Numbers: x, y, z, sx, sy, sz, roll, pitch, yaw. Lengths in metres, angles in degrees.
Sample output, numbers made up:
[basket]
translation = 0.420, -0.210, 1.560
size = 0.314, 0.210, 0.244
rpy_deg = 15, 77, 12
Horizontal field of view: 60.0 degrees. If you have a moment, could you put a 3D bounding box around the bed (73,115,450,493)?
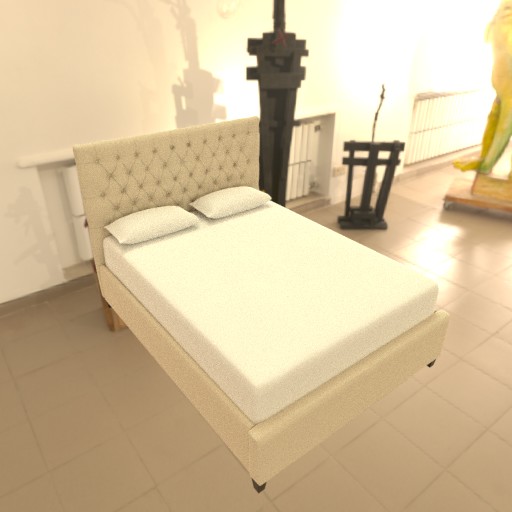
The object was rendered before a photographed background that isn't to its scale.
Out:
[bed]
translation = 0.000, 0.000, 3.227
size = 1.696, 1.426, 2.233
rpy_deg = -21, 35, -32
